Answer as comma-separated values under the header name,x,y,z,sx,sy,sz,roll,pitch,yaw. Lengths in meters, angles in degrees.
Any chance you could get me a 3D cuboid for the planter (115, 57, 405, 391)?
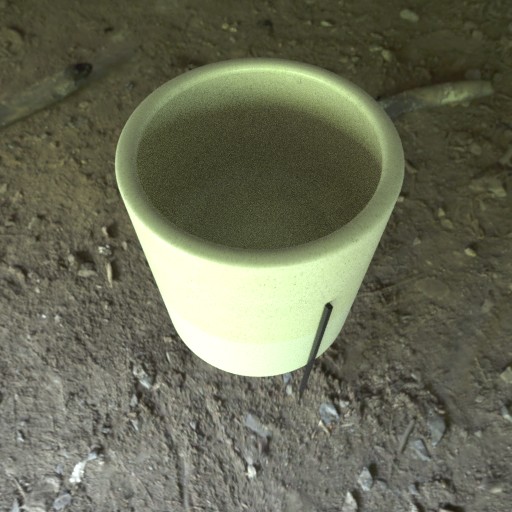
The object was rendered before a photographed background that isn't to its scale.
name,x,y,z,sx,sy,sz,roll,pitch,yaw
planter,0.000,0.000,0.703,0.333,0.483,0.324,0,58,0
